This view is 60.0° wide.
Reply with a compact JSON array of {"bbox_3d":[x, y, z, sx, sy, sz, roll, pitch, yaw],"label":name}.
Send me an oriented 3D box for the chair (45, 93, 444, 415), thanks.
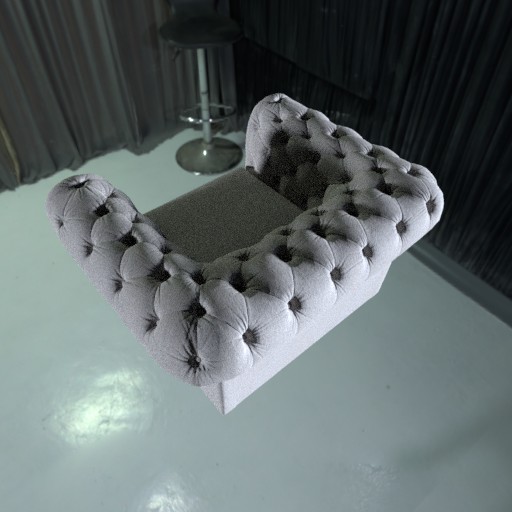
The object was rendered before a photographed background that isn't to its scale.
[{"bbox_3d":[0.000,0.000,1.862,1.270,0.770,0.976,-32,54,-27],"label":"chair"}]
